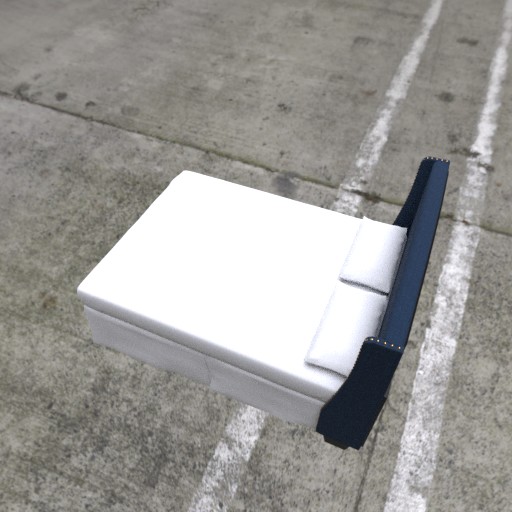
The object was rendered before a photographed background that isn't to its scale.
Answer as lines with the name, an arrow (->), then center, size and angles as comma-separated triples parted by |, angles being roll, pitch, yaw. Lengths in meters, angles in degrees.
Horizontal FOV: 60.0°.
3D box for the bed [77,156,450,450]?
bed -> 0.000, 0.000, 3.223 | 2.223, 1.402, 1.604 | 18, 50, 16
